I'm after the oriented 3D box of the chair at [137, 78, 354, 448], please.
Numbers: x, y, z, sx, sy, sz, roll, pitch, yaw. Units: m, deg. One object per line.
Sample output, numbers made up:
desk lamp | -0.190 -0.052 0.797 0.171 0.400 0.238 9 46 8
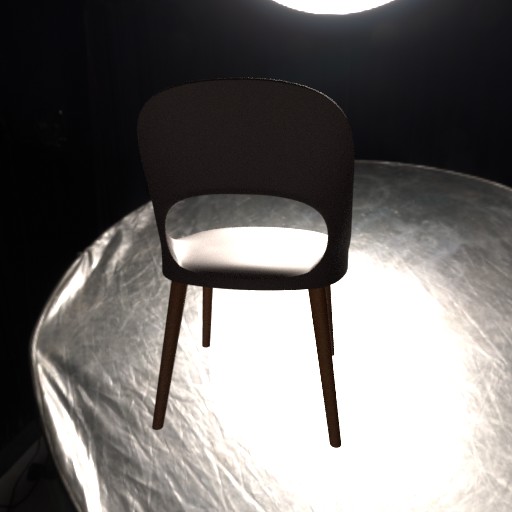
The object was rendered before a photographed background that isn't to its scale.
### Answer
chair | 0.000 0.000 1.142 0.470 0.794 0.556 2 15 8
